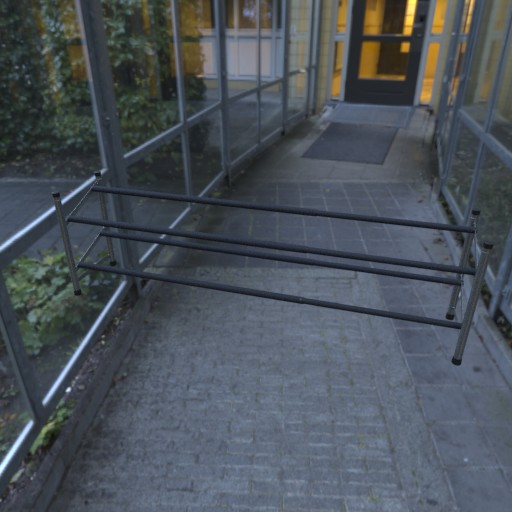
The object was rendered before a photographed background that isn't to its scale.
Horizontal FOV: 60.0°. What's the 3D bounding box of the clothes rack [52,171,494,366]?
[{"bbox_3d":[0.000,0.000,1.299,1.168,0.349,0.229,8,29,15],"label":"clothes rack"}]
